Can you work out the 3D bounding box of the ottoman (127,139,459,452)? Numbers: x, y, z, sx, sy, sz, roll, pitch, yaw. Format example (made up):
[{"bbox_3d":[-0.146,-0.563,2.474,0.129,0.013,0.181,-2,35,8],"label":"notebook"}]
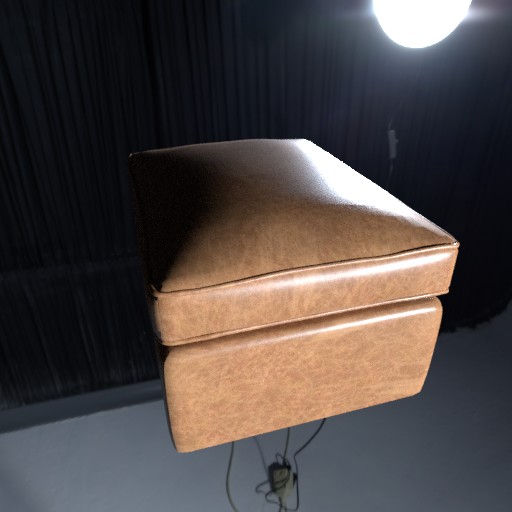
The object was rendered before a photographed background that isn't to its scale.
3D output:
[{"bbox_3d":[0.000,0.000,1.103,0.554,0.468,0.756,-8,31,-14],"label":"ottoman"}]
